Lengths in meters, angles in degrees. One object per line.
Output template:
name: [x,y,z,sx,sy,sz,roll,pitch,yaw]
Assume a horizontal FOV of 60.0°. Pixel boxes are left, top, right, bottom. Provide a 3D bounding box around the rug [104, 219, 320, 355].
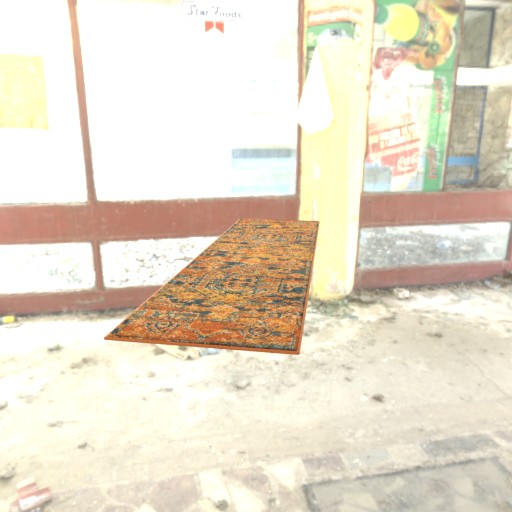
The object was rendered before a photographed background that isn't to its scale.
rug: [0.000,0.000,2.499,0.651,0.016,2.274,2,15,9]
